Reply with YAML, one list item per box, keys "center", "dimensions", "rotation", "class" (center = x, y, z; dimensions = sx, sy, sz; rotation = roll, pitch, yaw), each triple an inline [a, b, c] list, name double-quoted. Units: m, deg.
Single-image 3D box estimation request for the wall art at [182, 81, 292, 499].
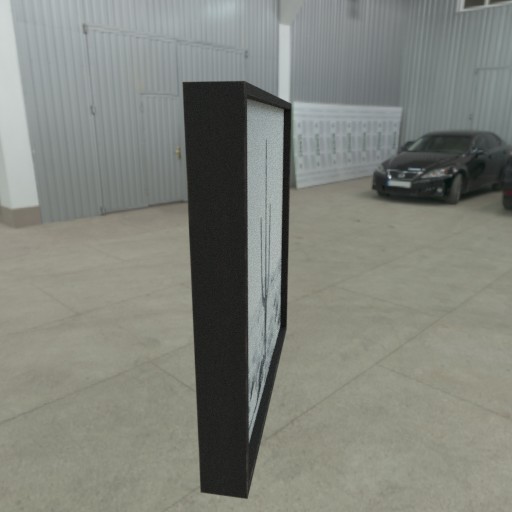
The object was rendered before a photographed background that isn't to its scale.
- center: [0.000, 0.000, 0.450]
  dimensions: [0.038, 0.305, 0.305]
  rotation: [3, 17, 9]
  class: "wall art"
